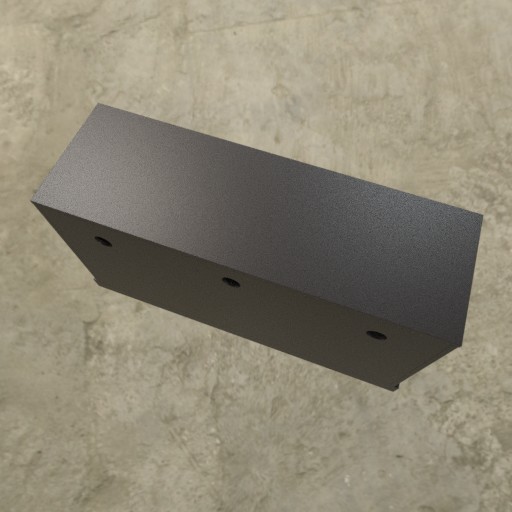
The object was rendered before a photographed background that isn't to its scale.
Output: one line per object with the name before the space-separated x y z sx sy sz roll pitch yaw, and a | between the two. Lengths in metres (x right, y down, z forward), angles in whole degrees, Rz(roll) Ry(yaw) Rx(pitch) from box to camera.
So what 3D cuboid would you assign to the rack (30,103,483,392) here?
rack | 0.000 0.000 1.496 1.206 0.635 0.399 18 66 9
